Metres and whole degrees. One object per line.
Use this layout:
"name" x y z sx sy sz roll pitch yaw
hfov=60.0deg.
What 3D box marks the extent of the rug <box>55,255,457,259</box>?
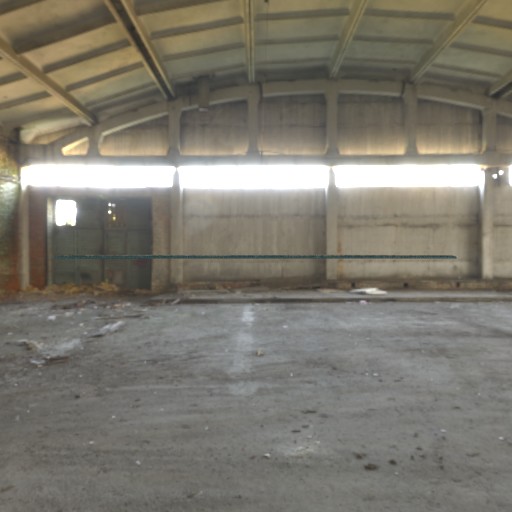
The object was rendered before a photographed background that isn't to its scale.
"rug" 0.000 0.000 2.807 1.554 0.012 2.205 0 0 0
